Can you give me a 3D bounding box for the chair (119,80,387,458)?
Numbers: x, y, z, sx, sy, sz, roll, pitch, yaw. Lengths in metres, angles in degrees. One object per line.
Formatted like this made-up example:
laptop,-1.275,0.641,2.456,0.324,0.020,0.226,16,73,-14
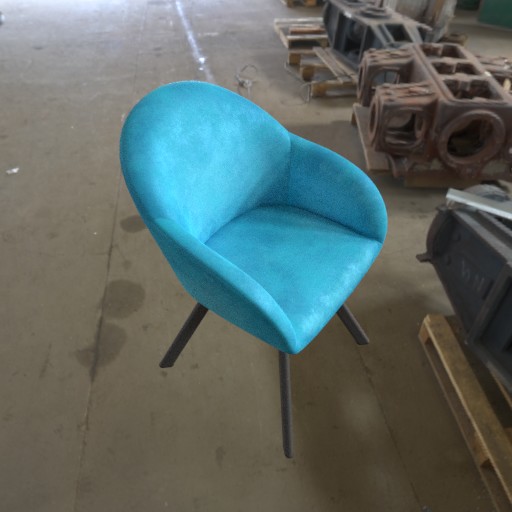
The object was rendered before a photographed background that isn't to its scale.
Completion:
chair,0.000,0.000,1.197,0.590,0.795,0.550,26,48,26
